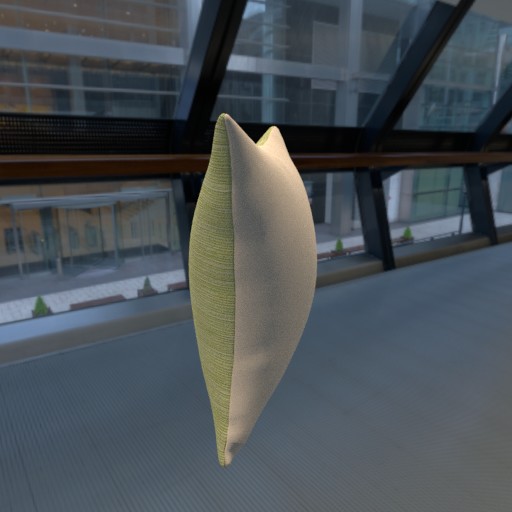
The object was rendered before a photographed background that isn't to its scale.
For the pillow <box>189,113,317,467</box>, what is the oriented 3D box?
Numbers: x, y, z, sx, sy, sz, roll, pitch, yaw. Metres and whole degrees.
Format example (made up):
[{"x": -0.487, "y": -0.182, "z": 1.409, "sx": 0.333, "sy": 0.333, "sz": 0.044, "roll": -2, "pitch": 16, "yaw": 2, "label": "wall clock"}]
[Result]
[{"x": 0.000, "y": 0.000, "z": 0.834, "sx": 0.229, "sy": 0.487, "sz": 0.560, "roll": 2, "pitch": 15, "yaw": 8, "label": "pillow"}]
